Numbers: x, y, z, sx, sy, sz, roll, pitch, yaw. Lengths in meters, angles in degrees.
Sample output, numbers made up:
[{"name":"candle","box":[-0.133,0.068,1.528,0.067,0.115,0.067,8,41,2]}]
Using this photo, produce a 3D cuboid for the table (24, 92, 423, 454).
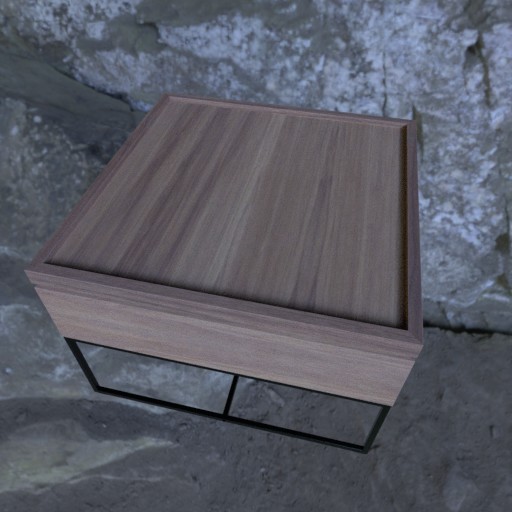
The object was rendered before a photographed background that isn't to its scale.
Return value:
[{"name":"table","box":[0.000,0.000,1.116,0.676,0.464,0.679,10,47,9]}]
